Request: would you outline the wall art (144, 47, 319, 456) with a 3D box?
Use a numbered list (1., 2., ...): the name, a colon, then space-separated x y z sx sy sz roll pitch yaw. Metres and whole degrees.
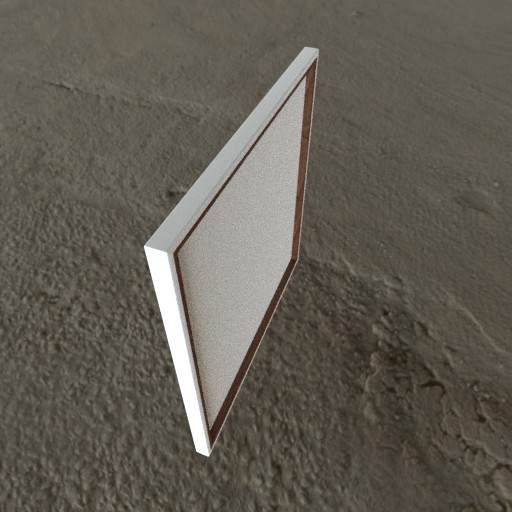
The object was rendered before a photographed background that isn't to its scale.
1. wall art: 0.000 0.000 1.125 0.037 0.757 0.757 16 48 15
